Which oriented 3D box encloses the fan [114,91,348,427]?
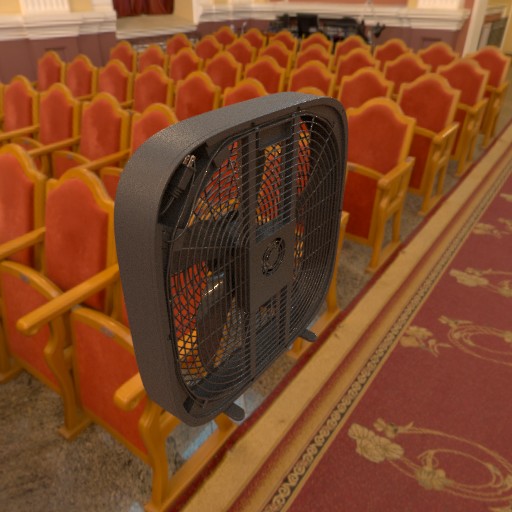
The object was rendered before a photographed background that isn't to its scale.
[{"bbox_3d":[0.000,0.000,0.816,0.142,0.533,0.526,21,37,31],"label":"fan"}]
